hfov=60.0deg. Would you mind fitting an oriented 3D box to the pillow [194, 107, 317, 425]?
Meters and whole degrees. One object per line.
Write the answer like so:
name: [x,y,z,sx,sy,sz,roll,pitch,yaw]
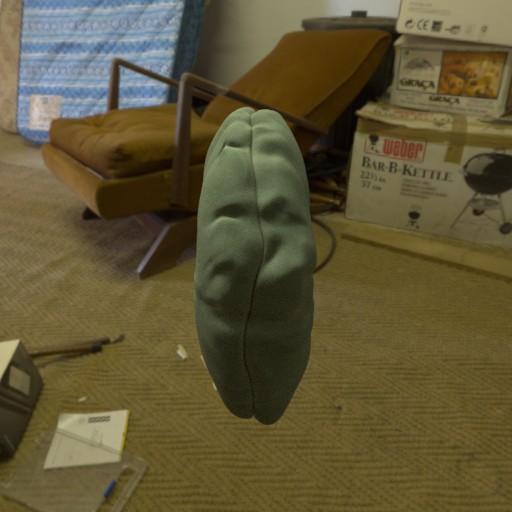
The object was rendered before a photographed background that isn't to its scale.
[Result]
pillow: [0.000,0.000,0.643,0.148,0.407,0.428,1,32,1]
